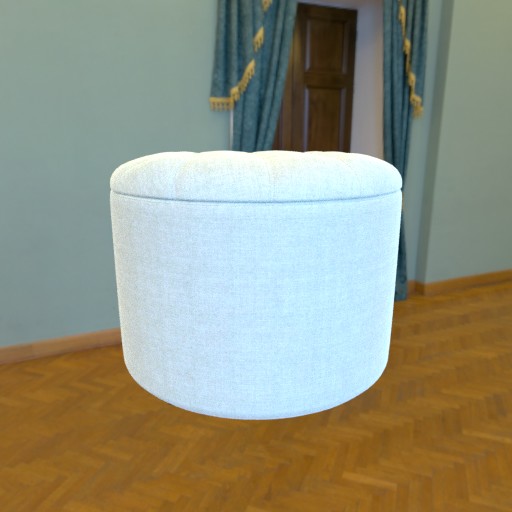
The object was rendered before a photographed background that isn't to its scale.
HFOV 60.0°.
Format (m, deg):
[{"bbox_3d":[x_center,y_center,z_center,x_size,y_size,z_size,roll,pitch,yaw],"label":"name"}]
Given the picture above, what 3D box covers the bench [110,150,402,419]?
[{"bbox_3d":[0.000,0.000,0.989,0.600,0.453,0.600,0,15,0],"label":"bench"}]
